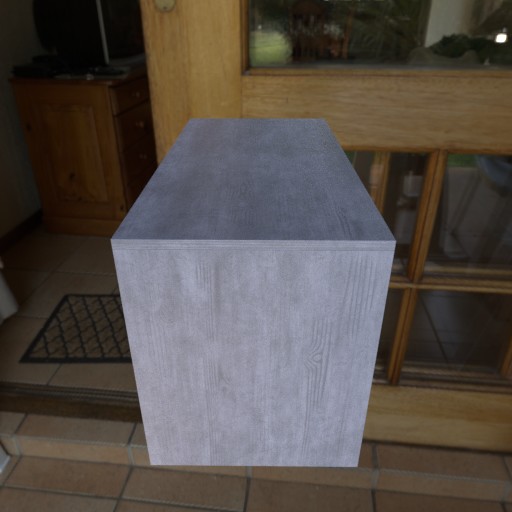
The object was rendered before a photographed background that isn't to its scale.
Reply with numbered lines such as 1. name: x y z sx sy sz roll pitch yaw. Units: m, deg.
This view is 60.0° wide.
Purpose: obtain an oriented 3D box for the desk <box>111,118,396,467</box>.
1. desk: 0.000 0.000 1.634 0.600 0.740 1.200 0 29 1
